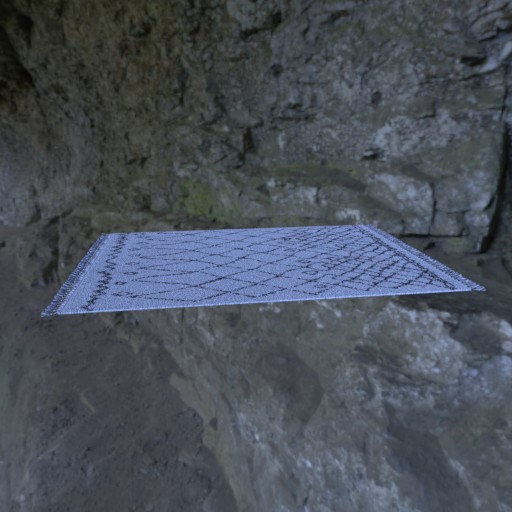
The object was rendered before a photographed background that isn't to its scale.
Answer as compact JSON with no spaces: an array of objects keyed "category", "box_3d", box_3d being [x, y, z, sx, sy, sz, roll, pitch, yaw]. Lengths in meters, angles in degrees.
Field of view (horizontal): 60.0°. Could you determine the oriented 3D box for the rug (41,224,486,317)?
[{"category":"rug","box_3d":[0.000,0.000,3.033,2.312,0.017,1.613,-2,17,-8]}]
